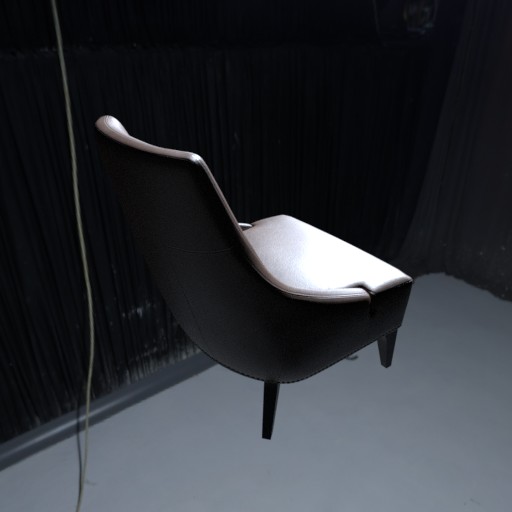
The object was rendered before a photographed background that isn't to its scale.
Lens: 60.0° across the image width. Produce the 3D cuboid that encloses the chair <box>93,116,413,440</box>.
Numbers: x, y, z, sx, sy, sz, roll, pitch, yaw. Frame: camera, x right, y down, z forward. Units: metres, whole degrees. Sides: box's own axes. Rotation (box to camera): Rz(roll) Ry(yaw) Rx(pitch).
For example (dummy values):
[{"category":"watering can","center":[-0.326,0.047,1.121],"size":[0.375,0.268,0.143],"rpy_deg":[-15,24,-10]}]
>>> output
[{"category":"chair","center":[0.000,0.000,1.475],"size":[0.861,0.909,0.701],"rpy_deg":[-19,34,-31]}]
